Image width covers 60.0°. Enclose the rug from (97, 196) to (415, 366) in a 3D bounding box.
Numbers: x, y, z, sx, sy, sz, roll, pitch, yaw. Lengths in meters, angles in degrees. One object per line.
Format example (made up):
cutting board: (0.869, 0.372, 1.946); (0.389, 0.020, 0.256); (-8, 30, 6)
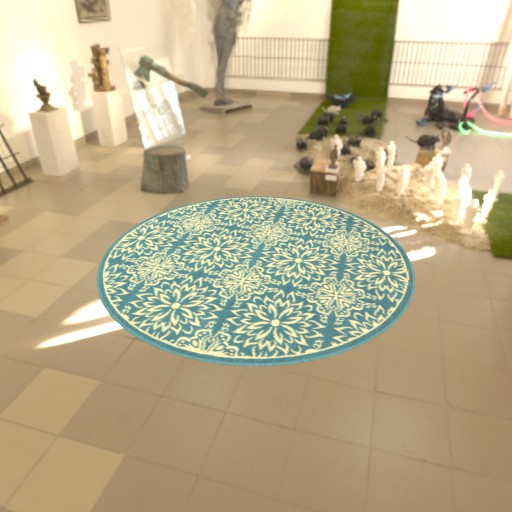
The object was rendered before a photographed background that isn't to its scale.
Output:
rug: (0.000, 0.000, 2.318); (1.593, 0.012, 1.593); (0, 30, 0)
